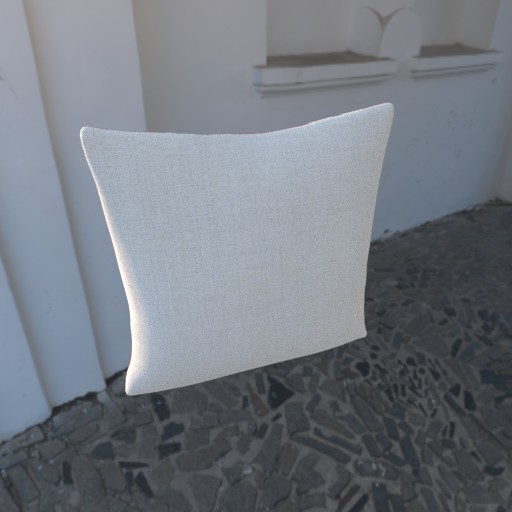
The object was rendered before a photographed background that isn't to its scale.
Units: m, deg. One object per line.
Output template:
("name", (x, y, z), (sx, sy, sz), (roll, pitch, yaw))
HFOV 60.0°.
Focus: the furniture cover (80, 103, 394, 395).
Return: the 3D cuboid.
("furniture cover", (0.000, 0.000, 0.668), (0.435, 0.420, 0.145), (-10, 29, -17))
